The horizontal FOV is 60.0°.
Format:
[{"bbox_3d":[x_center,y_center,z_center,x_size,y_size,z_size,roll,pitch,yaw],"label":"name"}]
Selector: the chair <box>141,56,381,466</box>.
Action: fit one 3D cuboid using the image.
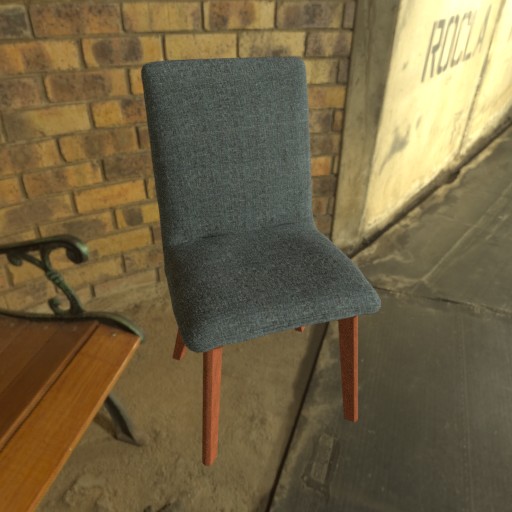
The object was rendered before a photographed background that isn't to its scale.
[{"bbox_3d":[0.000,0.000,1.259,0.522,0.974,0.563,-10,34,-15],"label":"chair"}]
